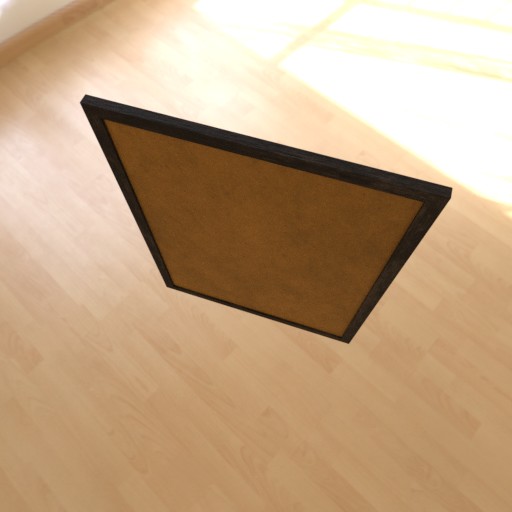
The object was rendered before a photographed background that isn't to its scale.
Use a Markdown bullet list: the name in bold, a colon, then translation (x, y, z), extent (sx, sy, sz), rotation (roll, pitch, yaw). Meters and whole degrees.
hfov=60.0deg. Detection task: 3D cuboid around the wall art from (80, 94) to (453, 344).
- **wall art**: translation (0.000, 0.000, 1.407), extent (0.812, 1.066, 0.029), rotation (16, 65, 8)
